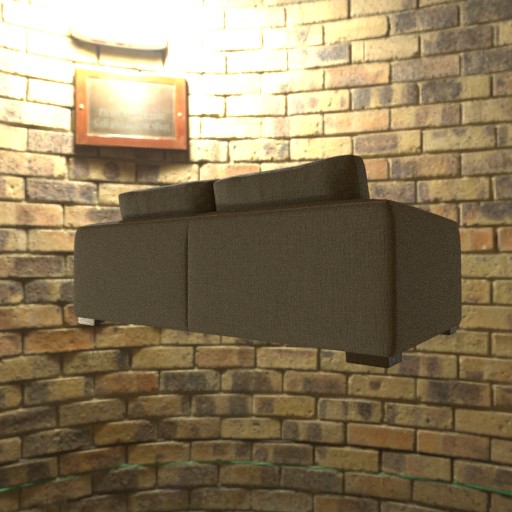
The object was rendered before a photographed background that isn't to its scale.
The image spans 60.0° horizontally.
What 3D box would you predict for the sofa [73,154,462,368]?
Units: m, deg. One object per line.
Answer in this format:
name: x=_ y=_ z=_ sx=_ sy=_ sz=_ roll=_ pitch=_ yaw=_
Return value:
sofa: x=0.000 y=0.000 z=2.451 sx=1.920 sy=0.800 sz=1.069 roll=-1 pitch=-1 yaw=37
